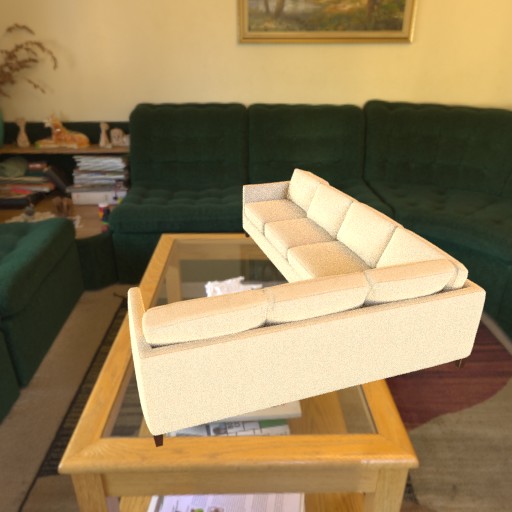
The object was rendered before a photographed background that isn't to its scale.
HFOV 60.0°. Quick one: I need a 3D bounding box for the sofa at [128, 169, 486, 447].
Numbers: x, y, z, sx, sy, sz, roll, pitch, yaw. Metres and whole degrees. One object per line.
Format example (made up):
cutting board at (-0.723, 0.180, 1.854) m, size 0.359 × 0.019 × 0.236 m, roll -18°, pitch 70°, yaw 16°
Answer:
sofa at (0.000, 0.000, 4.435) m, size 2.593 × 0.947 × 3.302 m, roll -8°, pitch 27°, yaw -17°
